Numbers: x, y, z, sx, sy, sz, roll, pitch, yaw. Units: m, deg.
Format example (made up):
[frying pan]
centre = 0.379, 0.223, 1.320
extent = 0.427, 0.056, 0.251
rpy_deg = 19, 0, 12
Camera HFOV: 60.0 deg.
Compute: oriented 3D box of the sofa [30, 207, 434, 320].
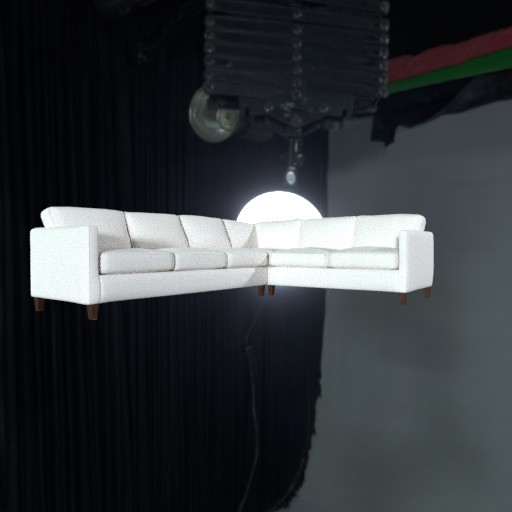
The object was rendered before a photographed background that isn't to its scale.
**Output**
[sofa]
centre = 0.000, 0.000, 4.420
extent = 2.593, 0.947, 3.302
rpy_deg = 1, 1, 37
